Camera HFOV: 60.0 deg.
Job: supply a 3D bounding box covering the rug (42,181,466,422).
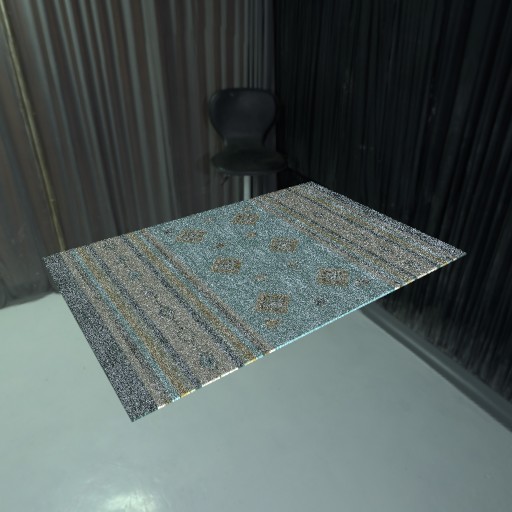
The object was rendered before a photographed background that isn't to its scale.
[{"bbox_3d":[0.000,0.000,2.275,1.811,0.010,1.212,-20,36,-29],"label":"rug"}]
